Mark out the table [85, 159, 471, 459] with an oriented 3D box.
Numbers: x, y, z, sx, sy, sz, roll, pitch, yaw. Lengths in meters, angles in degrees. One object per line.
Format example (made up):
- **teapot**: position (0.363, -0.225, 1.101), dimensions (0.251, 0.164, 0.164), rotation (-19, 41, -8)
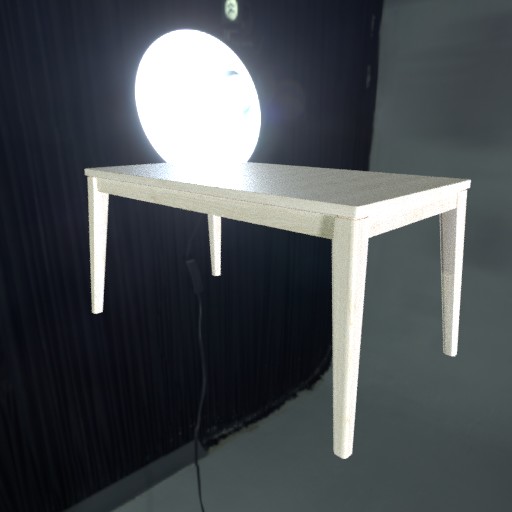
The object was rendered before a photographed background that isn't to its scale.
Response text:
- **table**: position (0.000, 0.000, 2.065), dimensions (1.600, 0.760, 0.900), rotation (15, 22, 42)
